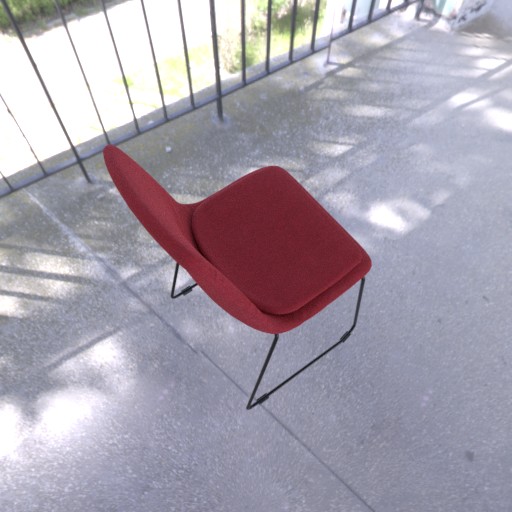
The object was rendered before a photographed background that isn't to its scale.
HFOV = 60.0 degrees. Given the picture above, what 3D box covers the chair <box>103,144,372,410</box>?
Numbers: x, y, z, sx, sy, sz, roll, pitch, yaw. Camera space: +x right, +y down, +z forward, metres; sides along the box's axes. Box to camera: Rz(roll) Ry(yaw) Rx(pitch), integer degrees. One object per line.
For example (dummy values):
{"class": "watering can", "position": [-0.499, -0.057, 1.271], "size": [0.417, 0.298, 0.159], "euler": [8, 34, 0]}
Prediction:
{"class": "chair", "position": [0.000, 0.000, 1.162], "size": [0.518, 0.858, 0.479], "euler": [-31, 64, -17]}
